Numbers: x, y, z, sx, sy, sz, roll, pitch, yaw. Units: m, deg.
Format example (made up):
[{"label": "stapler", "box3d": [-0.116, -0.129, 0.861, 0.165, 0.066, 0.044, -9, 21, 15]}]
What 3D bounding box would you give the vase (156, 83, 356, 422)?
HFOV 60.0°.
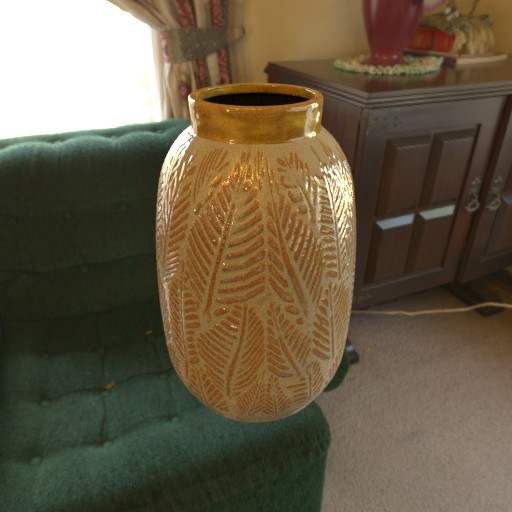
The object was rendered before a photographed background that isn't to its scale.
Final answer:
[{"label": "vase", "box3d": [0.000, 0.000, 0.386, 0.172, 0.270, 0.172, 0, 30, 0]}]
